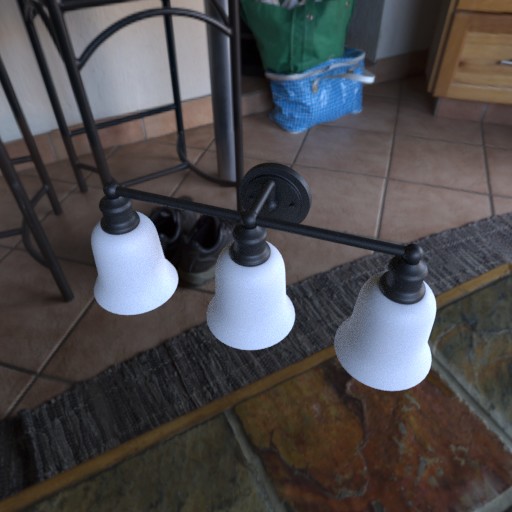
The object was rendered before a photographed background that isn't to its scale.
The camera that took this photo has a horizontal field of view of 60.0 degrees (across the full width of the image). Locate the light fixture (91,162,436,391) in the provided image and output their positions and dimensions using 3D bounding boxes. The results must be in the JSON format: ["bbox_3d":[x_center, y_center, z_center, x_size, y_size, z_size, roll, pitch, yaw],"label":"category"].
[{"bbox_3d":[0.000,0.000,0.675,0.570,0.211,0.198,13,44,14],"label":"light fixture"}]
